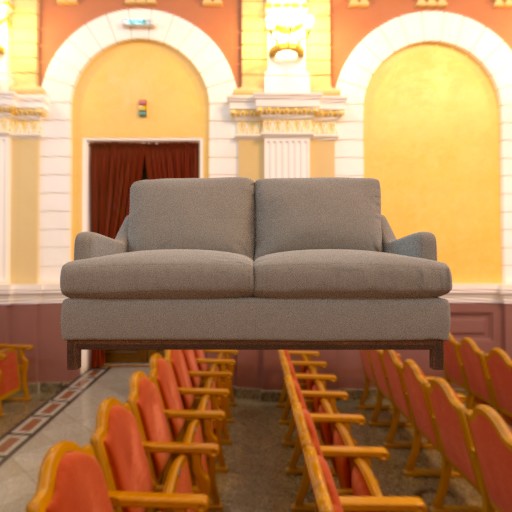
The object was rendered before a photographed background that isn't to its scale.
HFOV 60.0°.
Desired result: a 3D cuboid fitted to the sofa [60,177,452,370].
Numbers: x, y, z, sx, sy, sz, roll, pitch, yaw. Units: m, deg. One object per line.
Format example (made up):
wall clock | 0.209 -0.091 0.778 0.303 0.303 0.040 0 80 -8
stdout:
sofa | 0.000 0.000 2.237 1.589 0.921 0.987 0 0 0
